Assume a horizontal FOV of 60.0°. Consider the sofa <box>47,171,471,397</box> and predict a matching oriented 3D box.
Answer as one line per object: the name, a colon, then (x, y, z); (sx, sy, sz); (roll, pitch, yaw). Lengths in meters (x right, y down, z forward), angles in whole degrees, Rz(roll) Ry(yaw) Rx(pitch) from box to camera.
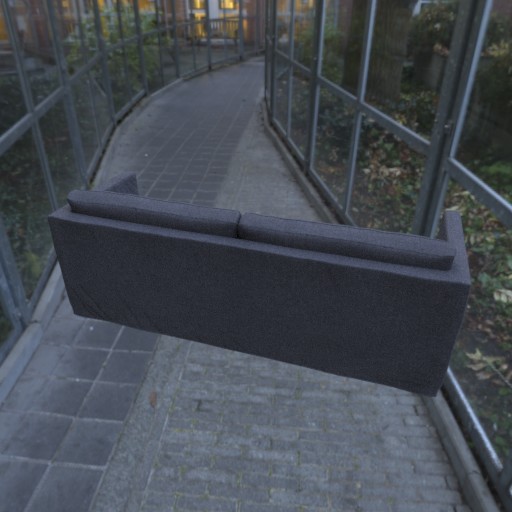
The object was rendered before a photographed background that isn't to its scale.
sofa: (0.000, 0.000, 3.292); (2.779, 0.998, 1.036); (9, 31, 16)
